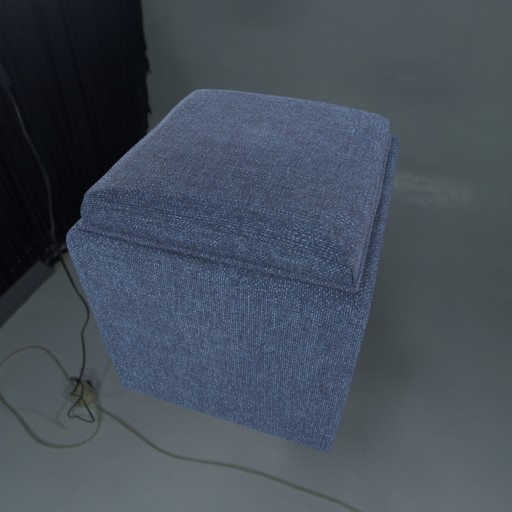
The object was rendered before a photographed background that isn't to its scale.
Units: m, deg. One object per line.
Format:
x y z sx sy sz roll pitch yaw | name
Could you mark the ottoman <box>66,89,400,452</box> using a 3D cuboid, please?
0.000 0.000 0.852 0.436 0.493 0.454 13 45 13 | ottoman
